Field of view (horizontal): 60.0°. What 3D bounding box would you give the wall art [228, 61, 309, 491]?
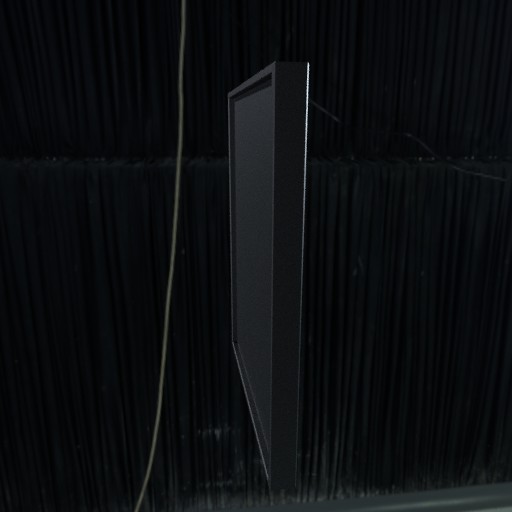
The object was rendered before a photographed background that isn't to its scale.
[{"bbox_3d":[0.000,0.000,0.759,0.039,0.555,0.449,-3,16,-9],"label":"wall art"}]
